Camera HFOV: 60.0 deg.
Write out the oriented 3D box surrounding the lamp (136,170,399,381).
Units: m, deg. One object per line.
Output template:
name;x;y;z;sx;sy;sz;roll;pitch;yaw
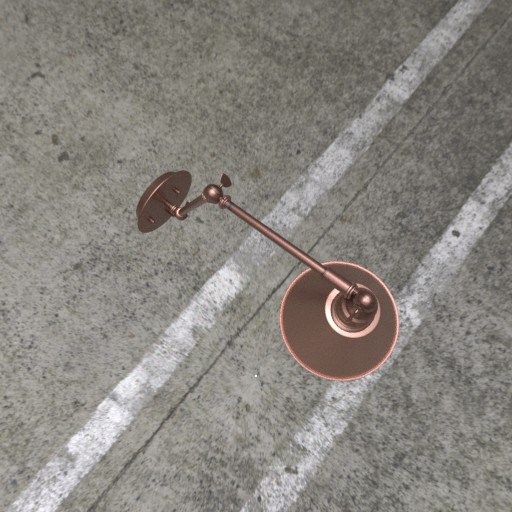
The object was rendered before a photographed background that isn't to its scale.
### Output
lamp;0.000;0.000;0.879;0.624;0.502;0.223;38;78;9
